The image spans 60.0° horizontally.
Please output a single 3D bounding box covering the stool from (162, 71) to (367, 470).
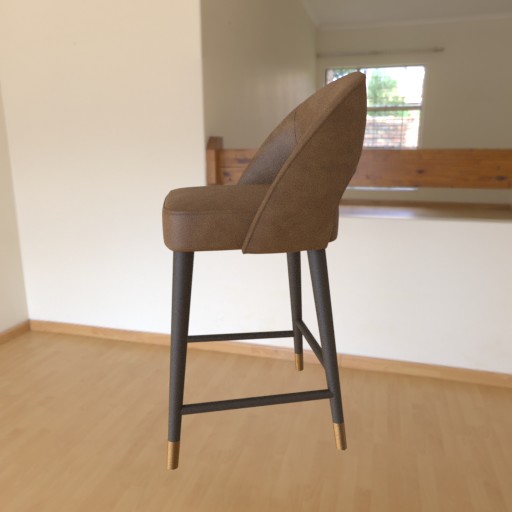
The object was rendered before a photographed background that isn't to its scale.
[{"bbox_3d":[0.000,0.000,1.212,0.509,0.940,0.494,-2,14,-9],"label":"stool"}]
